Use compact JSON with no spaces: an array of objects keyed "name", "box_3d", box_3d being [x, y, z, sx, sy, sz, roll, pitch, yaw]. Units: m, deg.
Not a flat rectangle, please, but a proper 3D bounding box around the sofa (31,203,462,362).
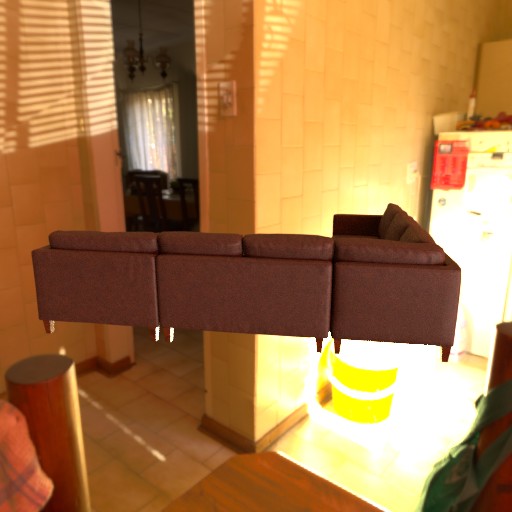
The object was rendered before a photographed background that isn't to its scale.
[{"name":"sofa","box_3d":[0.000,0.000,4.712,3.460,0.923,2.593,2,14,9]}]
